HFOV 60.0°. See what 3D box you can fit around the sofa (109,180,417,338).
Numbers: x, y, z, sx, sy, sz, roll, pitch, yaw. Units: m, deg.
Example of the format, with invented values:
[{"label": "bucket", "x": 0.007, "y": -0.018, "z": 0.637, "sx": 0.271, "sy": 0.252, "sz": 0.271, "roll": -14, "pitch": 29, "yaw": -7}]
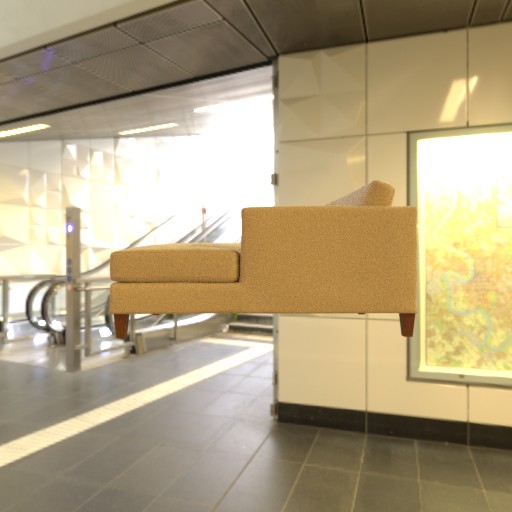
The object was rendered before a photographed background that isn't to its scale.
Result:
[{"label": "sofa", "x": 0.000, "y": 0.000, "z": 3.872, "sx": 1.625, "sy": 0.861, "sz": 3.186, "roll": 0, "pitch": 0, "yaw": -2}]
